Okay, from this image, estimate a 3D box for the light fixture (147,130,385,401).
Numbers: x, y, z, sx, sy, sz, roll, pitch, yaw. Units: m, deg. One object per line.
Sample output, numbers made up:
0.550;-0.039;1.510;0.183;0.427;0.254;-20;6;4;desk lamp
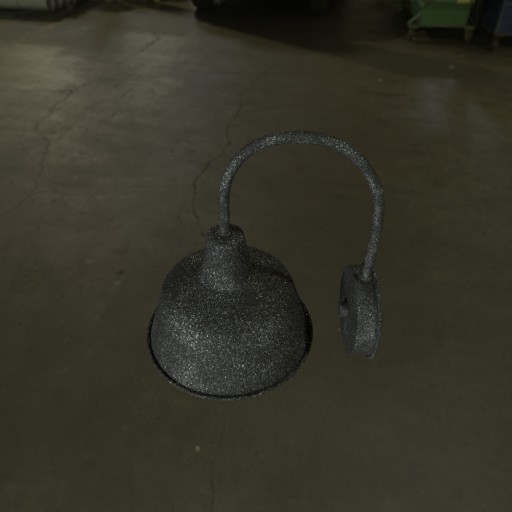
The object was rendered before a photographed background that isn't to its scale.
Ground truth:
0.000;0.000;0.502;0.283;0.300;0.216;0;40;0;light fixture
